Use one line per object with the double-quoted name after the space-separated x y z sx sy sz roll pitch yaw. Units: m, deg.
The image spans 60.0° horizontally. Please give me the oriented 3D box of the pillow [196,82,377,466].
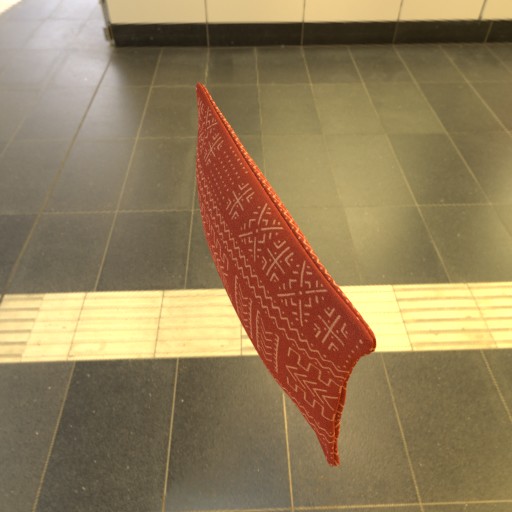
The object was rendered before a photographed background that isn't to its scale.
0.000 0.000 0.772 0.130 0.352 0.640 -16 48 -15 "pillow"
